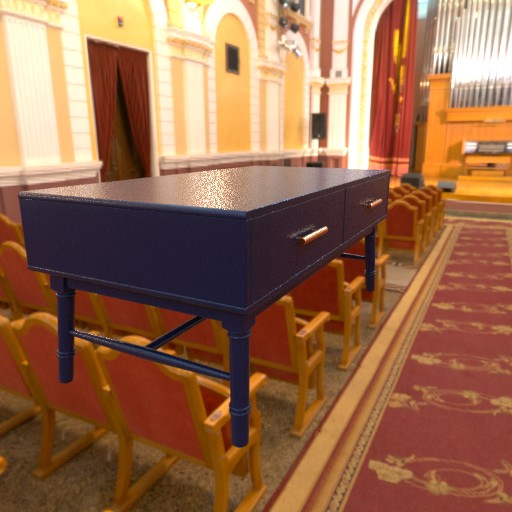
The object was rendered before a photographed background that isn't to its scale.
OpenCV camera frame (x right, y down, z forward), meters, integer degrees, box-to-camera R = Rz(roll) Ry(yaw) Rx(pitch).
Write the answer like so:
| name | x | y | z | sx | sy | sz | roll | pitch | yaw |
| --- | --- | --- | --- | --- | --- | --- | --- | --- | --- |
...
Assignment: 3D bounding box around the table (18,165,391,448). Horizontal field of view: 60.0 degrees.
| name | x | y | z | sx | sy | sz | roll | pitch | yaw |
| --- | --- | --- | --- | --- | --- | --- | --- | --- | --- |
| table | 0.000 | 0.000 | 1.316 | 0.572 | 0.457 | 1.067 | 8 | 17 | 27 |
